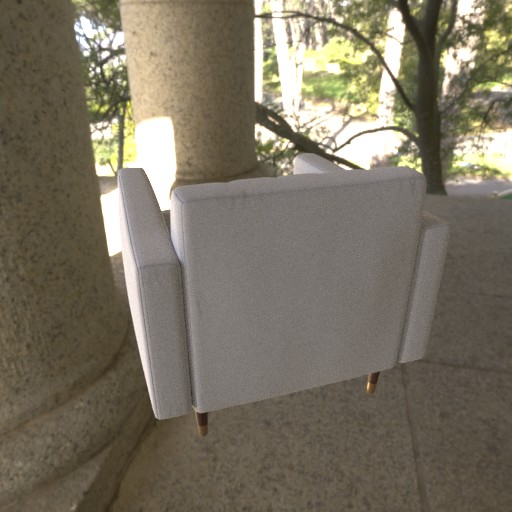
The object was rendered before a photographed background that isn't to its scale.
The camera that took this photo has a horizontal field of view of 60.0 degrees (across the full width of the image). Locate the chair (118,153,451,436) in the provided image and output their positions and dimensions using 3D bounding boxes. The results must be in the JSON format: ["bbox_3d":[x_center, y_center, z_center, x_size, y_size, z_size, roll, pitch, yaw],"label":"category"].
[{"bbox_3d":[0.000,0.000,1.666,0.953,0.819,0.998,-8,27,-16],"label":"chair"}]
